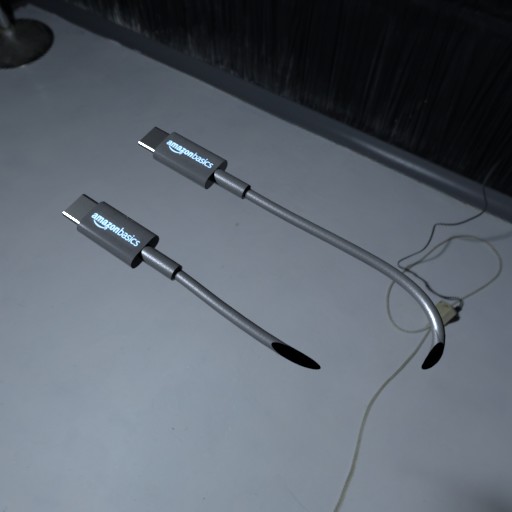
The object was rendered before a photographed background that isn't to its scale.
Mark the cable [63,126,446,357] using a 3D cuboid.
[{"bbox_3d":[0.000,0.000,0.112,0.098,0.005,0.041,31,66,16],"label":"cable"}]
